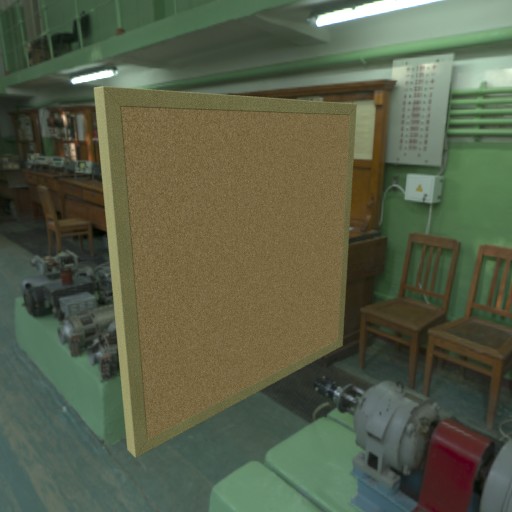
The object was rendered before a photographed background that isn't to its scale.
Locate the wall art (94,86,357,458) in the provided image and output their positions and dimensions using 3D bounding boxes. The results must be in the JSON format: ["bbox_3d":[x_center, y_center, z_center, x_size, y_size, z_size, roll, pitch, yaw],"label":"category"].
[{"bbox_3d":[0.000,0.000,1.131,0.763,0.763,0.037,-15,21,-42],"label":"wall art"}]
